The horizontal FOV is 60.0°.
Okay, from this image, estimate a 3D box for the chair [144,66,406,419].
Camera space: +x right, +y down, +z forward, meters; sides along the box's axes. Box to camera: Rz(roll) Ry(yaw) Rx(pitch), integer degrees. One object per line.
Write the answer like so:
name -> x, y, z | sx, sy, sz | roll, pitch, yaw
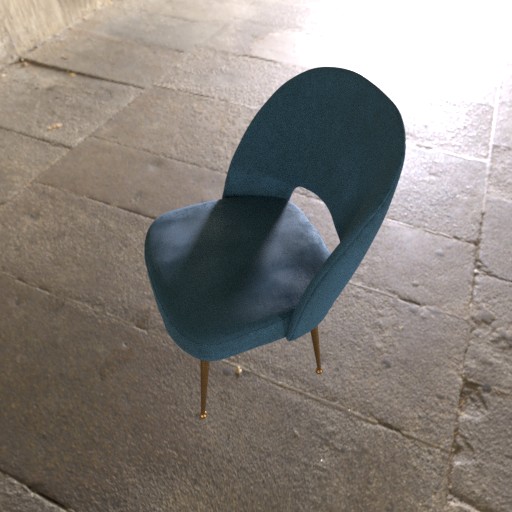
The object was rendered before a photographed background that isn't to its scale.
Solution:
chair -> 0.000, 0.000, 1.209 | 0.577, 0.860, 0.527 | -17, 50, -14
